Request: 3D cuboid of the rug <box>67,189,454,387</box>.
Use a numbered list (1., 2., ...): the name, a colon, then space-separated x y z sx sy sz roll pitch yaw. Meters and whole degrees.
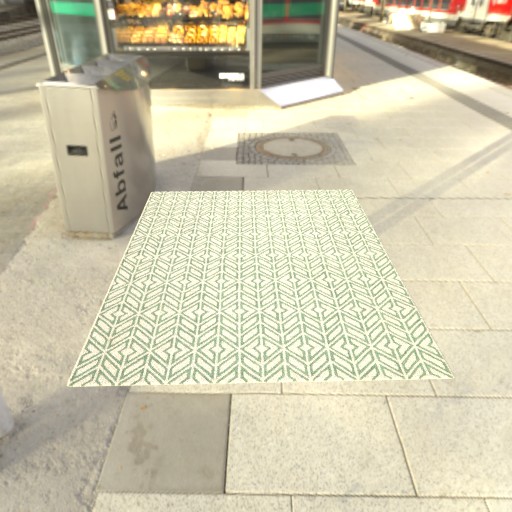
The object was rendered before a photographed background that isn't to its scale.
1. rug: 0.000 0.000 4.078 2.441 0.017 3.050 -1 31 -1
